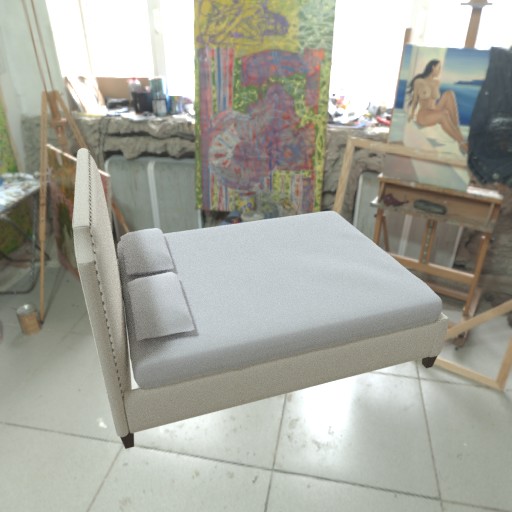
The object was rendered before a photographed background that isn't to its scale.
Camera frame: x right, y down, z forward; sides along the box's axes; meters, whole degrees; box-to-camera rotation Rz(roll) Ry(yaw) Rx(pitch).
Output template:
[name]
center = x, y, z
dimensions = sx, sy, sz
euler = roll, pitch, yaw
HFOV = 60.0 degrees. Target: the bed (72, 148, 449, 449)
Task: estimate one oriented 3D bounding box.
[bed]
center = 0.000, 0.000, 3.383
dimensions = 2.372, 1.497, 1.712
euler = -9, 31, -16
